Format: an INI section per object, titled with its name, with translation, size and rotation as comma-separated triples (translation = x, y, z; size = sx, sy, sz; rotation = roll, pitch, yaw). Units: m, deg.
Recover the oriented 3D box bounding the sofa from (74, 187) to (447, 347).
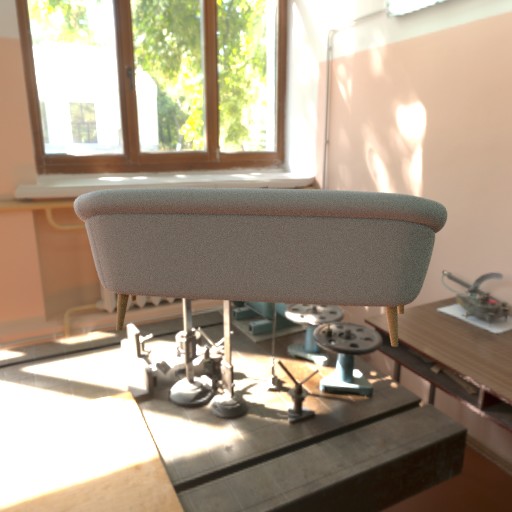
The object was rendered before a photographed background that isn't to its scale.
[sofa]
translation = 0.000, 0.000, 2.519
size = 2.160, 0.795, 0.827
rotation = 2, 15, 7
